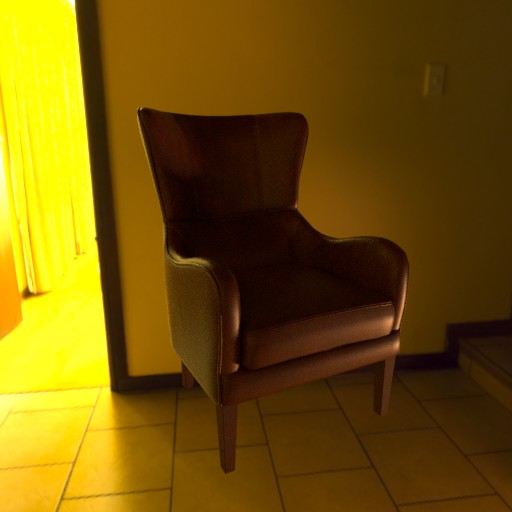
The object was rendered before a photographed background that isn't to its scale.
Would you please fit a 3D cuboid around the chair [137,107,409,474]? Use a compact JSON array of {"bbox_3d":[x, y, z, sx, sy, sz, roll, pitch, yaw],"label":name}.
[{"bbox_3d":[0.000,0.000,1.623,0.692,1.048,0.914,-8,17,-27],"label":"chair"}]
